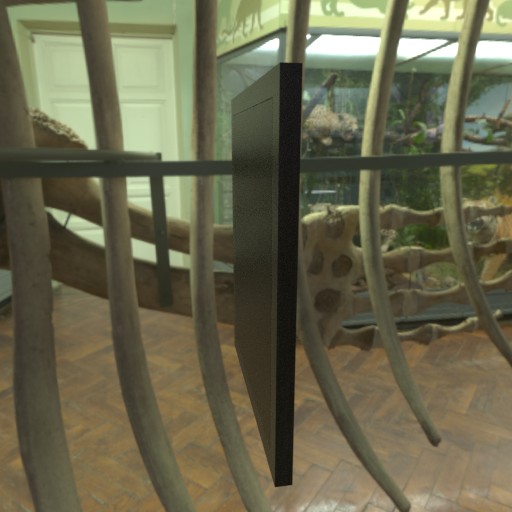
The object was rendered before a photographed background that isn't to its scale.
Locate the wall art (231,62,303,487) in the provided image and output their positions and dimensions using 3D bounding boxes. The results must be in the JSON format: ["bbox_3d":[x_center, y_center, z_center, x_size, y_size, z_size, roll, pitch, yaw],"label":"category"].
[{"bbox_3d":[0.000,0.000,0.810,0.027,0.580,0.479,-2,15,-9],"label":"wall art"}]
